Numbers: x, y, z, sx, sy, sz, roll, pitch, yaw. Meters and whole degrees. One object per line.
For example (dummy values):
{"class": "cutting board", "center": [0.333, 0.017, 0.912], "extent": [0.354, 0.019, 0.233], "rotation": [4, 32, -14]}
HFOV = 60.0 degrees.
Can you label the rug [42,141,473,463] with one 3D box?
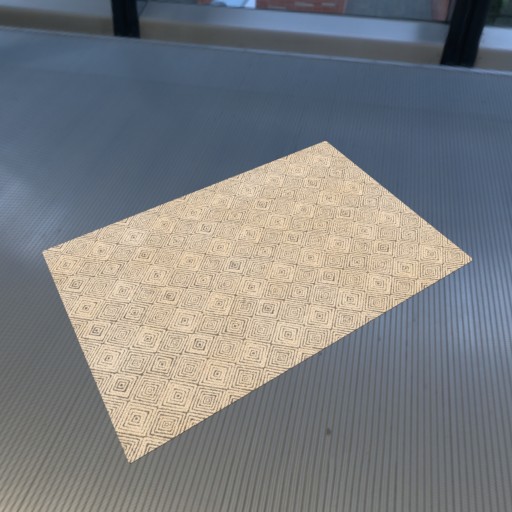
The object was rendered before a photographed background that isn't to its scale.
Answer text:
{"class": "rug", "center": [0.000, 0.000, 2.195], "extent": [1.783, 0.008, 1.175], "rotation": [-25, 54, -20]}
